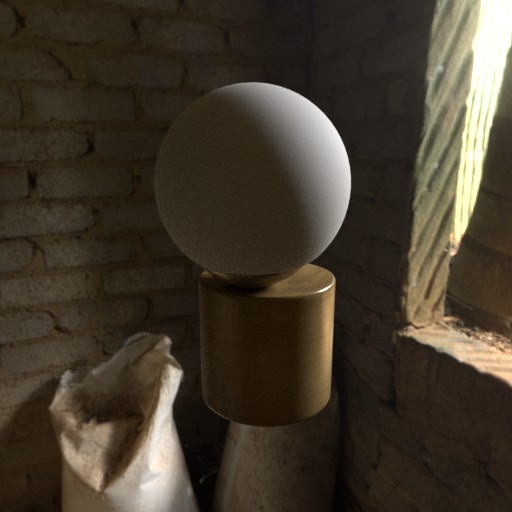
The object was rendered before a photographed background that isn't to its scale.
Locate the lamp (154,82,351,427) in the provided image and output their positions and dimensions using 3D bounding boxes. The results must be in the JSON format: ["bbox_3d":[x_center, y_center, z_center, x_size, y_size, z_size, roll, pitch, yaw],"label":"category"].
[{"bbox_3d":[0.000,0.000,0.344,0.141,0.250,0.152,7,16,27],"label":"lamp"}]
